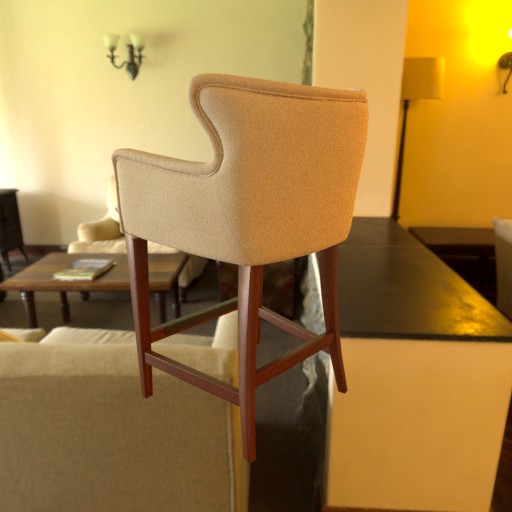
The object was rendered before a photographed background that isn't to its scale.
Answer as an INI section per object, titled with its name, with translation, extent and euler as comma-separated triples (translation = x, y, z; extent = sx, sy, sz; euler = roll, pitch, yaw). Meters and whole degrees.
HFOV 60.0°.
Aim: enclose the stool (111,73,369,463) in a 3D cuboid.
[stool]
translation = 0.000, 0.000, 1.318
extent = 0.570, 0.951, 0.601
euler = 16, 23, 42
